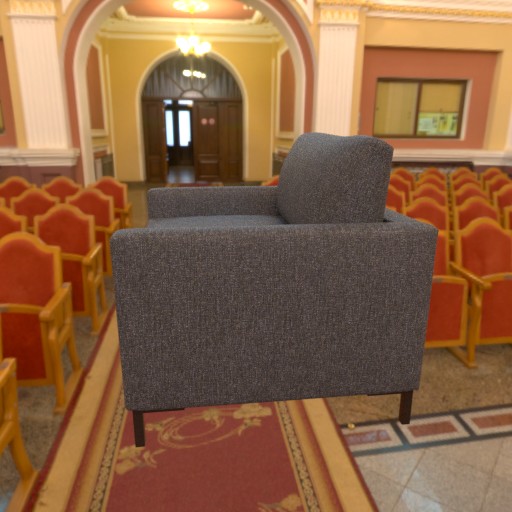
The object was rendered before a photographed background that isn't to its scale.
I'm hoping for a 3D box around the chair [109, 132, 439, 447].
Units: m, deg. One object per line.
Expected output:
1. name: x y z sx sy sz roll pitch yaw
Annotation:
1. chair: 0.000 0.000 1.606 0.866 0.861 0.963 -2 16 -7
